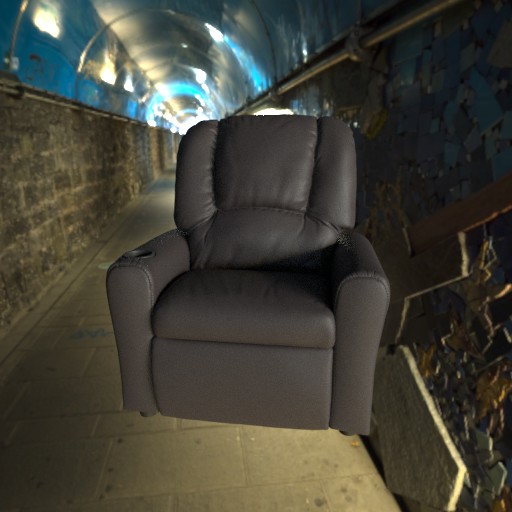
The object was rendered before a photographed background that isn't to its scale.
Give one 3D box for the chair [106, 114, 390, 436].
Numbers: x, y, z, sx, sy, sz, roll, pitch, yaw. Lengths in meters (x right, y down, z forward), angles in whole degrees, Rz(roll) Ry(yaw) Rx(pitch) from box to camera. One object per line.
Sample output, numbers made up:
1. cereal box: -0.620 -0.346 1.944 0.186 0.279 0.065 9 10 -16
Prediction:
1. chair: 0.000 0.000 1.133 0.610 0.709 0.521 2 15 8
